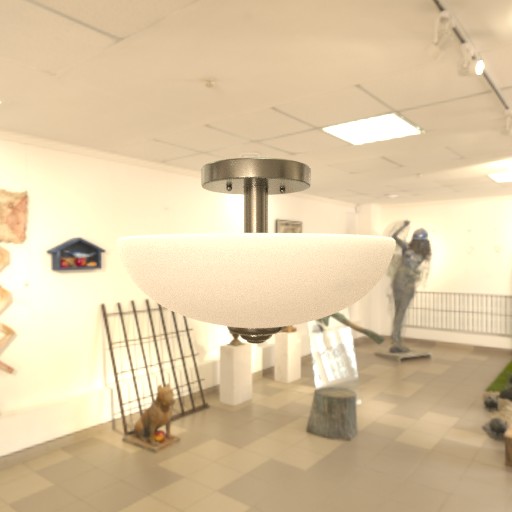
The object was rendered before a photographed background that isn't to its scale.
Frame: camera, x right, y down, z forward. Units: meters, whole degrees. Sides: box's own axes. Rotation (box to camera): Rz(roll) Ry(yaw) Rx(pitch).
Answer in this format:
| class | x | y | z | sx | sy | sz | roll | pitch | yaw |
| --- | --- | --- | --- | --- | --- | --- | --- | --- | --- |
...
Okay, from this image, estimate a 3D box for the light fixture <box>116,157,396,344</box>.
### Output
| class | x | y | z | sx | sy | sz | roll | pitch | yaw |
| --- | --- | --- | --- | --- | --- | --- | --- | --- | --- |
| light fixture | 0.000 | 0.000 | 0.548 | 0.330 | 0.214 | 0.330 | 0 | 0 | 0 |
